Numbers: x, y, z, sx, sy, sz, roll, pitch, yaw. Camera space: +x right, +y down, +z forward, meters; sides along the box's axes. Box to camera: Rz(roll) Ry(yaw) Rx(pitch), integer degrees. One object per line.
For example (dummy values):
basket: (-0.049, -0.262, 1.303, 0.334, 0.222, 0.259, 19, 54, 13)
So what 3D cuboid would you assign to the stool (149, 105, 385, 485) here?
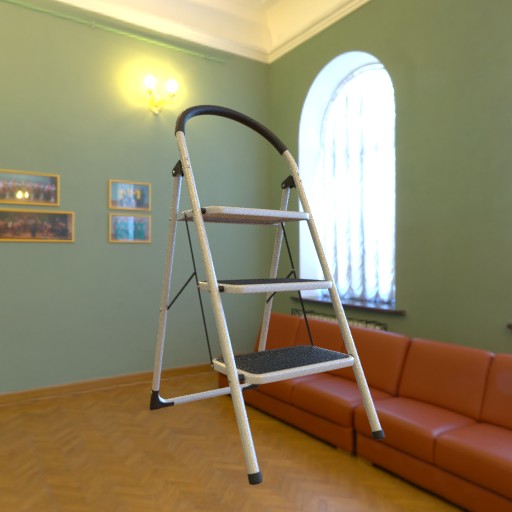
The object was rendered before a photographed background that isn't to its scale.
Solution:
stool: (0.000, 0.000, 1.464, 0.485, 1.109, 0.676, 0, 0, -35)
